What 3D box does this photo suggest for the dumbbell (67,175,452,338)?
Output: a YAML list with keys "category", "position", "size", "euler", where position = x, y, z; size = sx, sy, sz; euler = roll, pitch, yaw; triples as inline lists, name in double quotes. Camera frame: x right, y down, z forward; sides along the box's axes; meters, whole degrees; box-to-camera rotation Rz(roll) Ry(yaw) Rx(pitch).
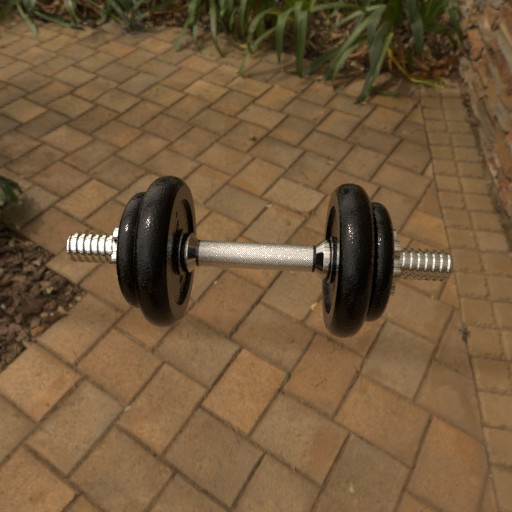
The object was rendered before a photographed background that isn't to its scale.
- category: "dumbbell"
  position: [0.000, 0.000, 0.591]
  size: [0.497, 0.202, 0.202]
  euler: [3, 47, 3]
